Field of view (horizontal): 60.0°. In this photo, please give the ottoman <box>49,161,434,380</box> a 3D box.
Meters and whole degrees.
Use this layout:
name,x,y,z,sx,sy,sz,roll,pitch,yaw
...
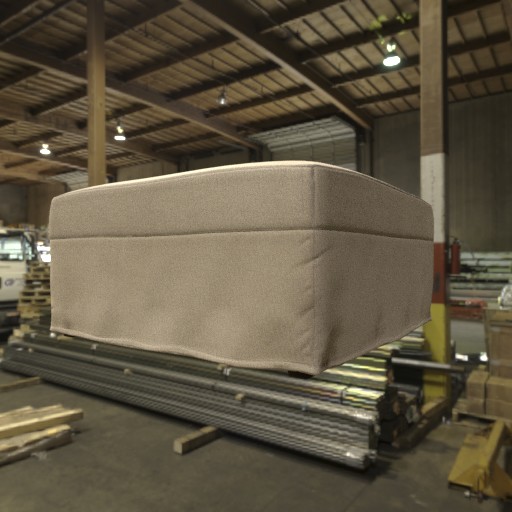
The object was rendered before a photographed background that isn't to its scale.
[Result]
name,x,y,z,sx,sy,sz,roll,pitch,yaw
ottoman,0.000,0.000,1.312,0.842,0.441,0.843,0,0,35
